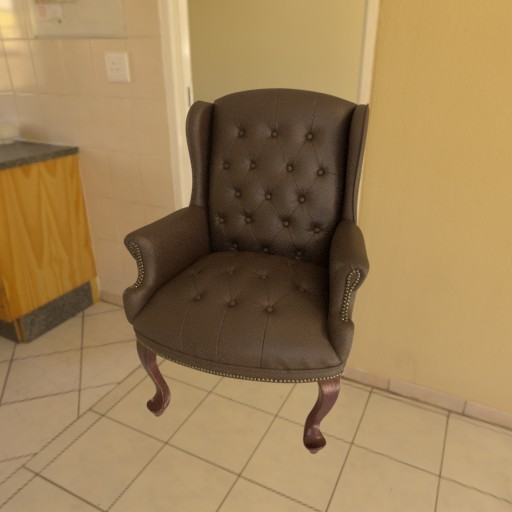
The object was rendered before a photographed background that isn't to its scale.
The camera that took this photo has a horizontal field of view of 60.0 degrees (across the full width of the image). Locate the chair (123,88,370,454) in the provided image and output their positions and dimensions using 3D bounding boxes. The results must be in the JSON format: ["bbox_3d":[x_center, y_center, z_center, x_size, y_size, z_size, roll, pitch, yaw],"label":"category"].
[{"bbox_3d":[0.000,0.000,1.652,0.829,1.132,0.819,7,25,15],"label":"chair"}]
